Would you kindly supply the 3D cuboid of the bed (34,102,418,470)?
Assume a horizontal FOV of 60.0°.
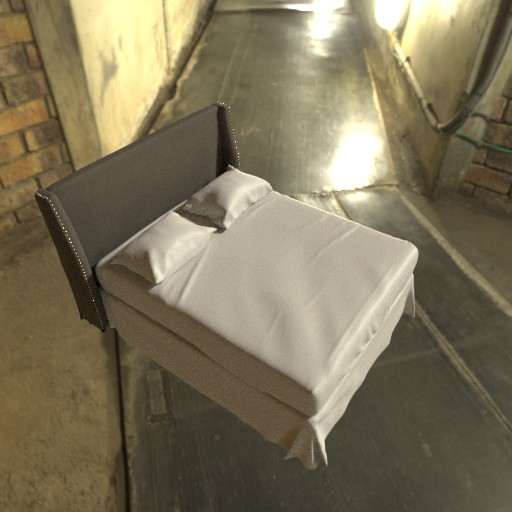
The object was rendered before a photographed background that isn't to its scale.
[{"bbox_3d":[0.000,0.000,3.418,2.276,1.332,1.925,25,47,26],"label":"bed"}]
